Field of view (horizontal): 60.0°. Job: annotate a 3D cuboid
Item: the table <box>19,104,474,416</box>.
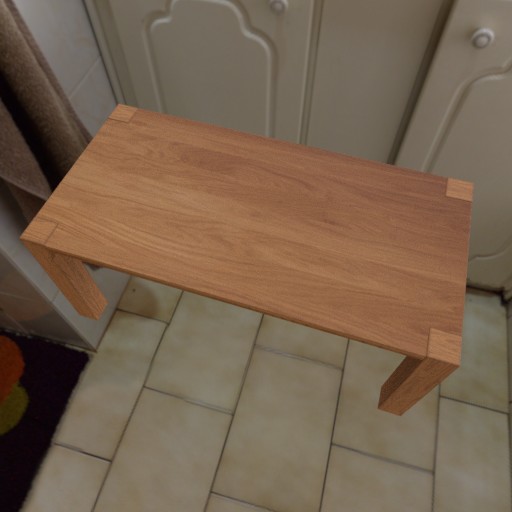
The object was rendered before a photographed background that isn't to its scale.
[{"bbox_3d":[0.000,0.000,2.260,1.800,0.760,0.900,15,59,9],"label":"table"}]
